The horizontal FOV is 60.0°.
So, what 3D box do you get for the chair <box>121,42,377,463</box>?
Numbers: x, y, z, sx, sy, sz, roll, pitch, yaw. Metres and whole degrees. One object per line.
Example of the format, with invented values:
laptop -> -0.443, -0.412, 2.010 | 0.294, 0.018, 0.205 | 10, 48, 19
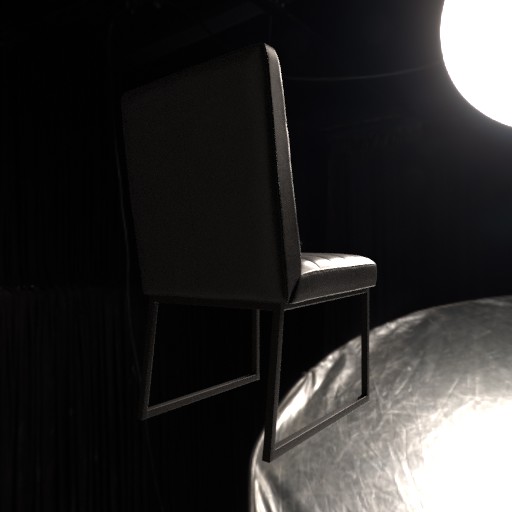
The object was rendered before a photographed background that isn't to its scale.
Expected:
chair -> 0.000, 0.000, 1.333 | 0.520, 0.930, 0.634 | -1, -1, 37
